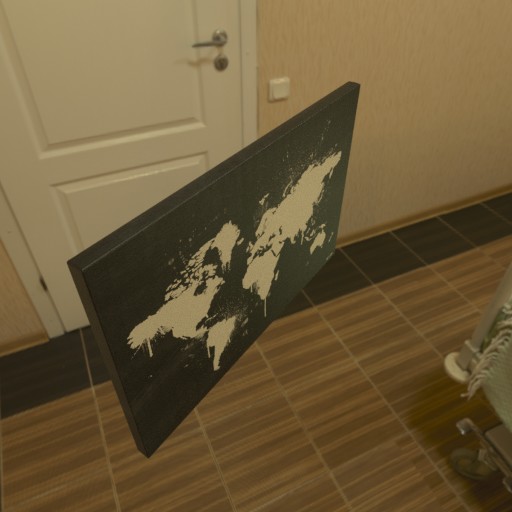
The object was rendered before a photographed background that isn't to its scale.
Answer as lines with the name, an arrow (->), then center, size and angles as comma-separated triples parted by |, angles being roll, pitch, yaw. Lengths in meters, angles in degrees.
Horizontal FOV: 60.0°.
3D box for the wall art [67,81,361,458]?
wall art -> 0.000, 0.000, 1.129 | 0.038, 0.612, 0.912 | 26, 47, 26
